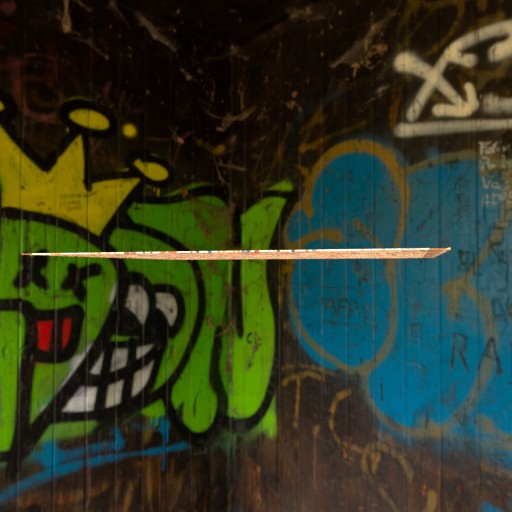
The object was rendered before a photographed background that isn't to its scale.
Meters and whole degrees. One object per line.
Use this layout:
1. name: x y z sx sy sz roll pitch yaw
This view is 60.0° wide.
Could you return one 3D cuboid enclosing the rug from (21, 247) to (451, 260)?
1. rug: 0.000 0.000 4.276 3.274 0.015 2.439 -1 -2 19
